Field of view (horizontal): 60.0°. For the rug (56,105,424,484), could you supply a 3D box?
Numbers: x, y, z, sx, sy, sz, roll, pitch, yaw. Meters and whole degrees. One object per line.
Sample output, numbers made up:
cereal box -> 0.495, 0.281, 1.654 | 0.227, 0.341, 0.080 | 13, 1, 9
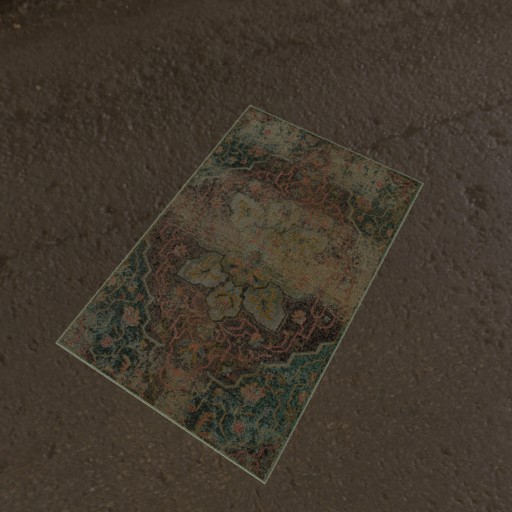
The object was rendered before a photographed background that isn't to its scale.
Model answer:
rug -> 0.000, 0.000, 3.045 | 1.566, 0.004, 2.363 | 29, 67, 14
